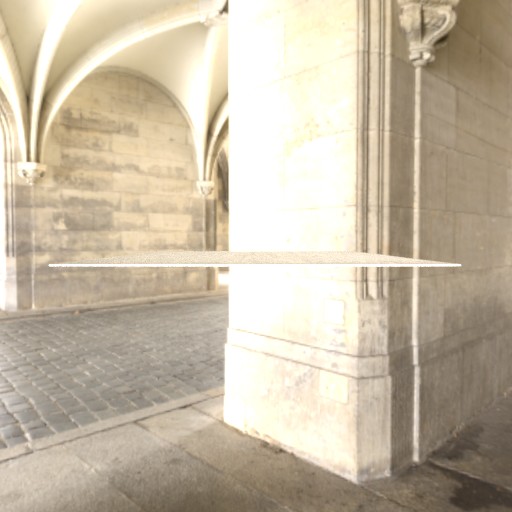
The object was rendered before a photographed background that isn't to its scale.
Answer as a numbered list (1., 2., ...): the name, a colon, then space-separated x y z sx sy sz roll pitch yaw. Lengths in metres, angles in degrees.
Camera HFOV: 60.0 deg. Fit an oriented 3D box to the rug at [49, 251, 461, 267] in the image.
1. rug: 0.000 0.000 4.128 2.447 0.014 3.061 0 2 0
